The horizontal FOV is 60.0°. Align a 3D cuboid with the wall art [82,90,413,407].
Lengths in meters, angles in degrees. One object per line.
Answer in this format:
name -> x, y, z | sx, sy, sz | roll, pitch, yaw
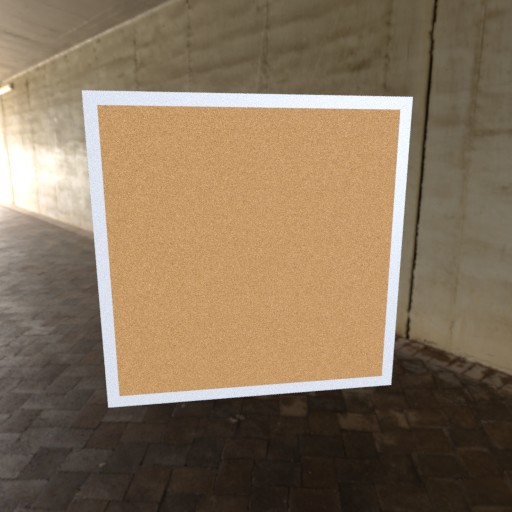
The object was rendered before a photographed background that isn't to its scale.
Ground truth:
wall art -> 0.000, 0.000, 1.175 | 0.812, 0.813, 0.013 | -2, 13, -8
